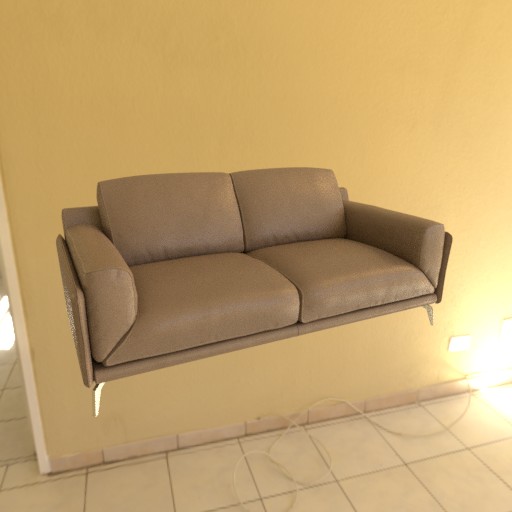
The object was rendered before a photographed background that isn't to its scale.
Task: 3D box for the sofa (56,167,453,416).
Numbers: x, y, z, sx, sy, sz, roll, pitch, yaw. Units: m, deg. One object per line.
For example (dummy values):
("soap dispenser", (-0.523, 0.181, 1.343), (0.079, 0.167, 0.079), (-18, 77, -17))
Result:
("sofa", (0.000, 0.000, 2.620), (2.101, 0.930, 1.049), (-8, 18, -25))
